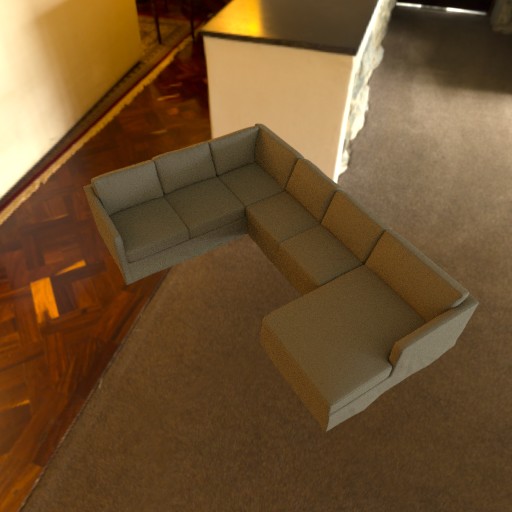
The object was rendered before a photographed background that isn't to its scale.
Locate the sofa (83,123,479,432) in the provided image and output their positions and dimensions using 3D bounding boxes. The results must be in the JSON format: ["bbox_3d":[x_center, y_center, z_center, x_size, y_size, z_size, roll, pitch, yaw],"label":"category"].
[{"bbox_3d":[0.000,0.000,4.548,2.427,0.882,3.460,-24,51,-22],"label":"sofa"}]
